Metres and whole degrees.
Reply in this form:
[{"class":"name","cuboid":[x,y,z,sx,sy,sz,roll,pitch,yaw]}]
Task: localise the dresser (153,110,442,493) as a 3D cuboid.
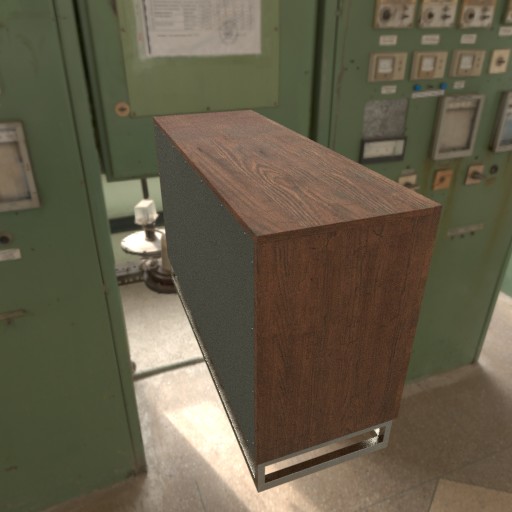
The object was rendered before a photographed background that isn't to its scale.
[{"class":"dresser","cuboid":[0.000,0.000,2.152,0.623,1.061,1.646,-10,30,-18]}]
